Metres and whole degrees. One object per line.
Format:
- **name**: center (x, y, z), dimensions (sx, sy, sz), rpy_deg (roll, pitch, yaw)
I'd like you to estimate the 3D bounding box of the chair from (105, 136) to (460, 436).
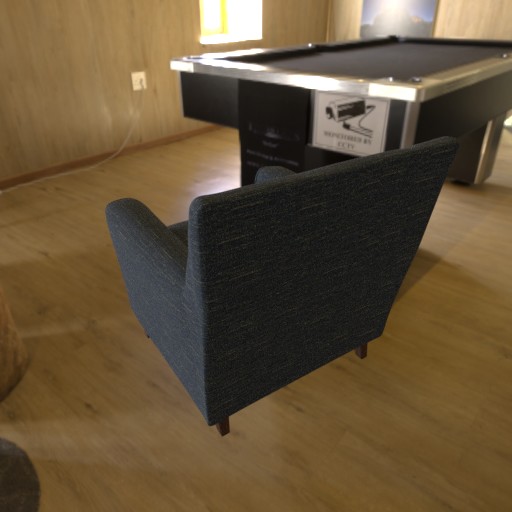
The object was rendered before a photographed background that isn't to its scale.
- **chair**: center (0.000, 0.000, 1.617), dimensions (0.864, 0.928, 0.873), rpy_deg (-19, 35, -29)
